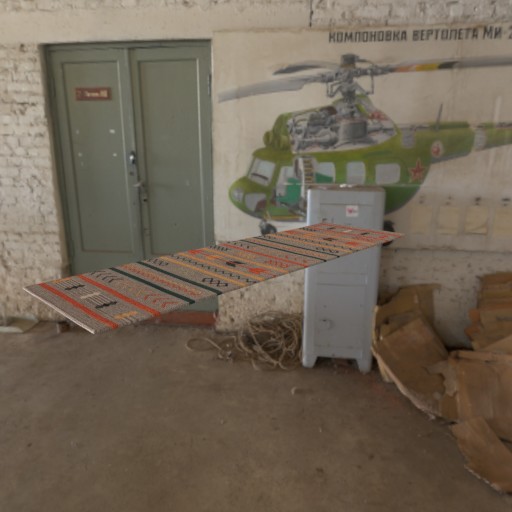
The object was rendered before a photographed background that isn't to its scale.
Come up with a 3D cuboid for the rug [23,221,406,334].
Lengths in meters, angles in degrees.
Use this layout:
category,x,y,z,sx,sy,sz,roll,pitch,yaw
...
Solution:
category,x,y,z,sx,sy,sz,roll,pitch,yaw
rug,0.000,0.000,2.696,0.744,0.022,2.419,14,20,43
